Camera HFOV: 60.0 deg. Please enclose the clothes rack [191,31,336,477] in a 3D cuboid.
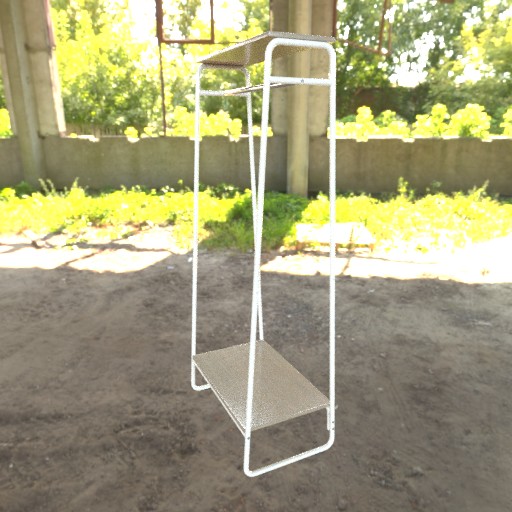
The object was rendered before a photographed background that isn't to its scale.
[{"bbox_3d":[0.000,0.000,1.776,0.400,1.512,0.640,-8,18,-25],"label":"clothes rack"}]
